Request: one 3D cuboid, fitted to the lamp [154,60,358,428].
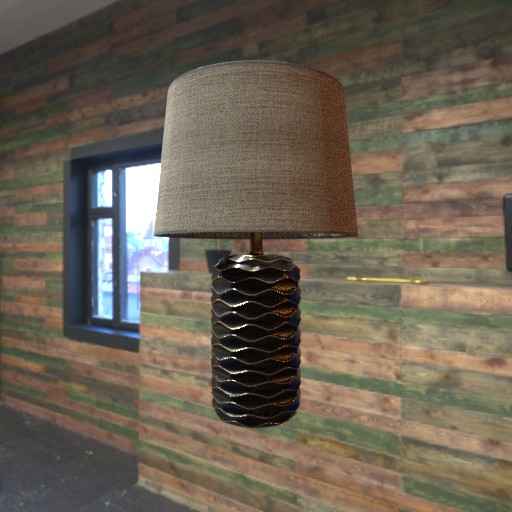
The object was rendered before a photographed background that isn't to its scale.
[{"bbox_3d":[0.000,0.000,0.835,0.376,0.594,0.376,0,1,0],"label":"lamp"}]
